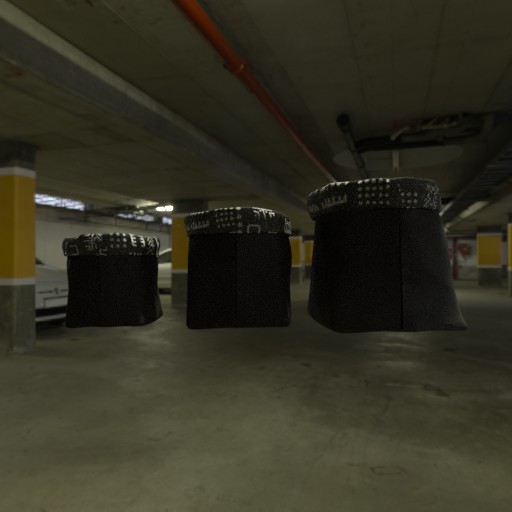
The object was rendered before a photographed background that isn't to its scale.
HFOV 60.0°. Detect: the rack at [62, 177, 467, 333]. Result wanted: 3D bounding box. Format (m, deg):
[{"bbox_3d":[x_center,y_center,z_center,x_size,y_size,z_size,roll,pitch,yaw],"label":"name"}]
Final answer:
[{"bbox_3d":[0.000,0.000,1.076,0.905,0.323,0.379,0,-1,0],"label":"rack"}]
